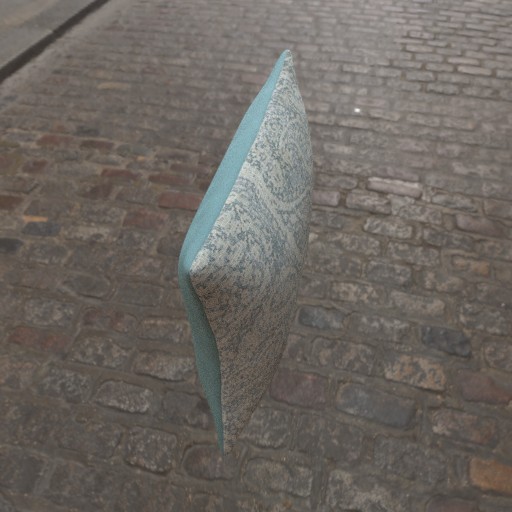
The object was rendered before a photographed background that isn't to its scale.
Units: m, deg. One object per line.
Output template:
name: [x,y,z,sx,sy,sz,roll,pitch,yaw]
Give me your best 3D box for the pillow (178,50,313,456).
pillow: [0.000,0.000,0.783,0.166,0.507,0.526,10,48,9]
